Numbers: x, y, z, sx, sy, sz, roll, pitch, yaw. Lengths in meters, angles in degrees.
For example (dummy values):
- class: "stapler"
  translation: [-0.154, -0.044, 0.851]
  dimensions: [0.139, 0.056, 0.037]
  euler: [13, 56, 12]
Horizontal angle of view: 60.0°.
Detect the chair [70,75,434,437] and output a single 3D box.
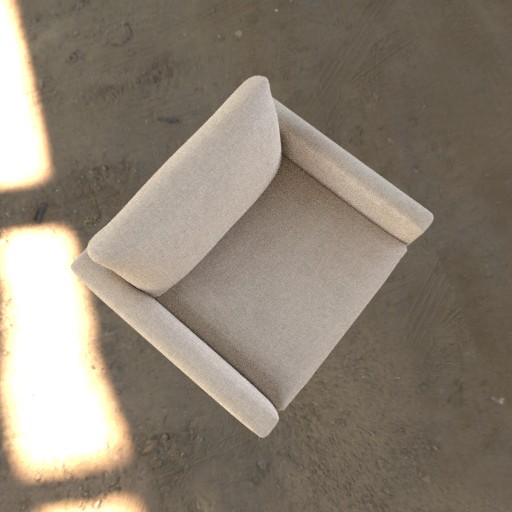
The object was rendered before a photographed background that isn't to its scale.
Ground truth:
- class: "chair"
  translation: [0.000, 0.000, 1.676]
  dimensions: [0.866, 0.861, 0.963]
  euler: [39, 79, 9]
